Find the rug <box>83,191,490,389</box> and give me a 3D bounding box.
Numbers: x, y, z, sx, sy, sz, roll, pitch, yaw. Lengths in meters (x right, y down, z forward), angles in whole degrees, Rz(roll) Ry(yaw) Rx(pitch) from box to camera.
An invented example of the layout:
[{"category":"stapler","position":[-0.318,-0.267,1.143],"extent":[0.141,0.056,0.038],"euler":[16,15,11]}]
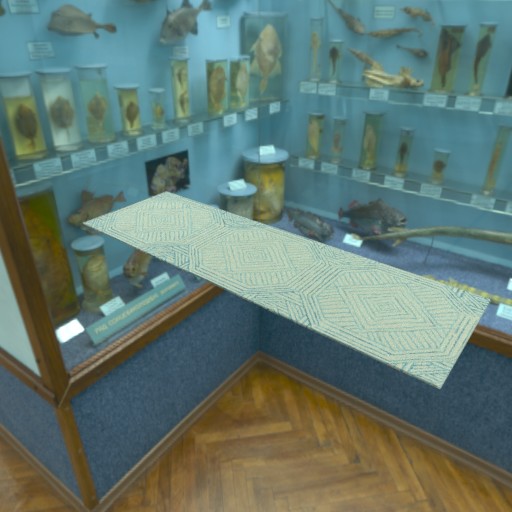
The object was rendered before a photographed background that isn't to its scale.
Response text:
[{"category":"rug","position":[0.000,0.000,2.665],"extent":[2.452,0.012,0.775],"euler":[21,36,33]}]
